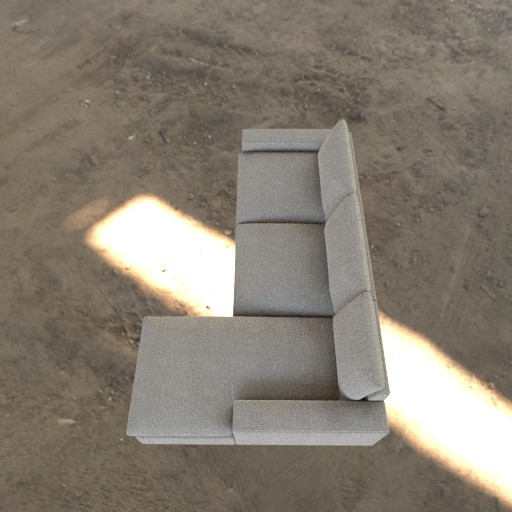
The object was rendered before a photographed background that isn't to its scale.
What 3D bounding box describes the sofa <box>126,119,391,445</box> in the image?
[{"bbox_3d":[0.000,0.000,3.567,1.689,0.813,2.718,0,58,0],"label":"sofa"}]
